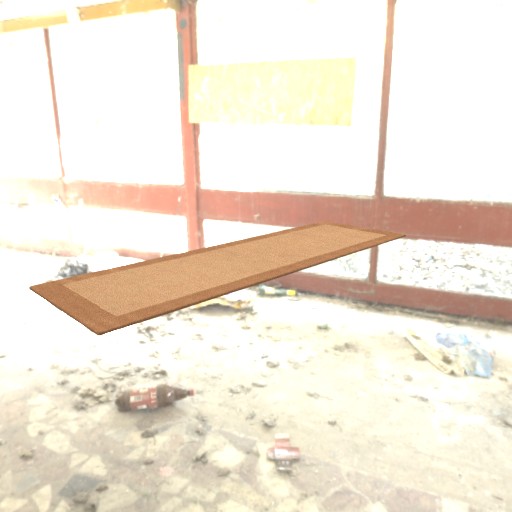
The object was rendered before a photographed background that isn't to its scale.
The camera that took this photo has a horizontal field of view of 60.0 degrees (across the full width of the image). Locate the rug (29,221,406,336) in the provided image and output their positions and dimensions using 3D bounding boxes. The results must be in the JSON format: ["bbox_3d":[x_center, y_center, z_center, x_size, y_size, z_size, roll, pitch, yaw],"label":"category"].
[{"bbox_3d":[0.000,0.000,2.770,2.439,0.017,0.764,-15,21,-43],"label":"rug"}]
